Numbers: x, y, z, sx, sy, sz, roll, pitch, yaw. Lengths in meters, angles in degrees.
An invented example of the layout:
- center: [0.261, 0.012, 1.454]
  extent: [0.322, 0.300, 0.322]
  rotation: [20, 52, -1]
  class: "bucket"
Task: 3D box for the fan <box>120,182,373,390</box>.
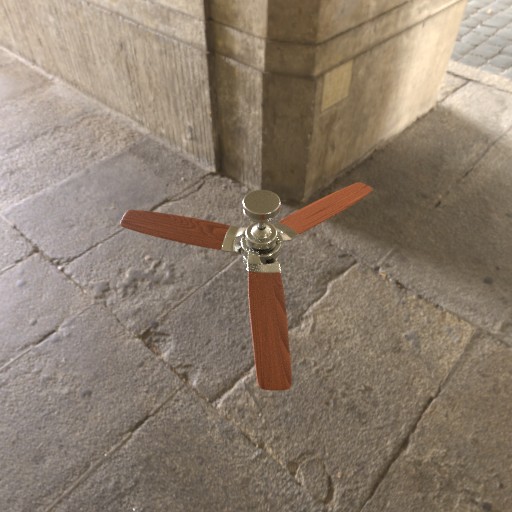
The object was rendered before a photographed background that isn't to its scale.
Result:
- center: [0.000, 0.000, 2.092]
  extent: [1.416, 0.410, 1.271]
  rotation: [-3, 47, -2]
  class: "fan"
